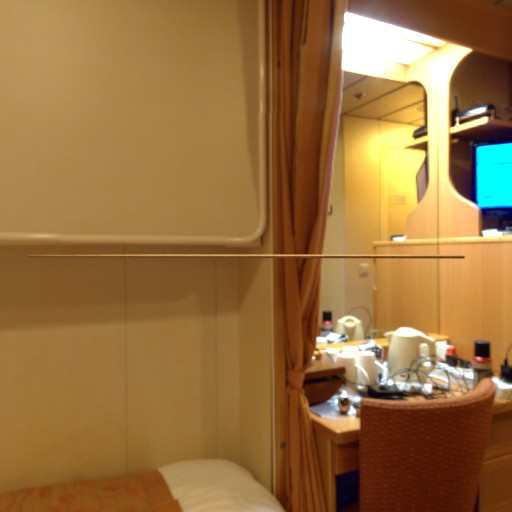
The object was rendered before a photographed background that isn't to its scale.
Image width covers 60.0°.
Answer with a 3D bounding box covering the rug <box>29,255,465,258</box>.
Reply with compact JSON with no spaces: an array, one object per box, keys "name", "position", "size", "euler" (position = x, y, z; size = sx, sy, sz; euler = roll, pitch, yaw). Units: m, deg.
[{"name":"rug","position":[0.000,0.000,3.065],"size":[2.438,0.014,1.524],"euler":[0,0,18]}]
